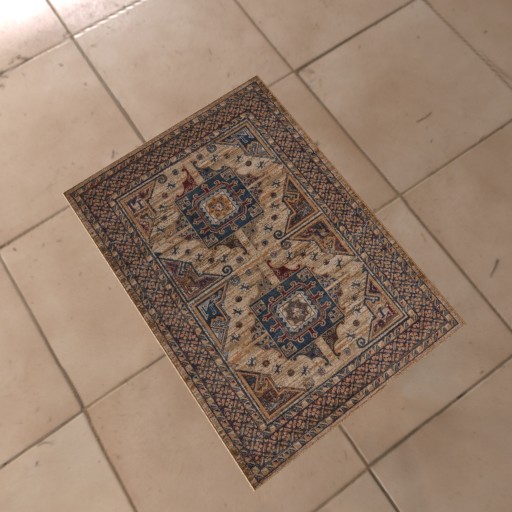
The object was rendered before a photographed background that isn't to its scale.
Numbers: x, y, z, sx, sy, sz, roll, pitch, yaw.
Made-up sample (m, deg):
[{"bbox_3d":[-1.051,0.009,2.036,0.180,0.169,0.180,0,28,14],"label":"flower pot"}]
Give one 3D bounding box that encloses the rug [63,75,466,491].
[{"bbox_3d":[0.000,0.000,2.862,1.611,0.008,2.227,-35,77,-9],"label":"rug"}]
